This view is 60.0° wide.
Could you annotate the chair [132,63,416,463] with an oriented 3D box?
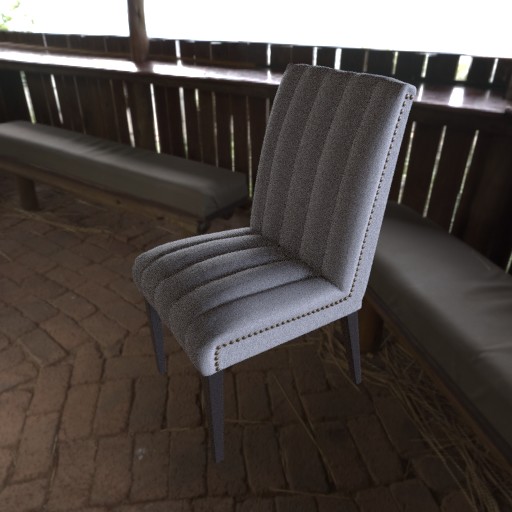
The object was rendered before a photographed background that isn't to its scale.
[{"bbox_3d":[0.000,0.000,1.350,0.647,1.016,0.511,-17,34,-28],"label":"chair"}]
